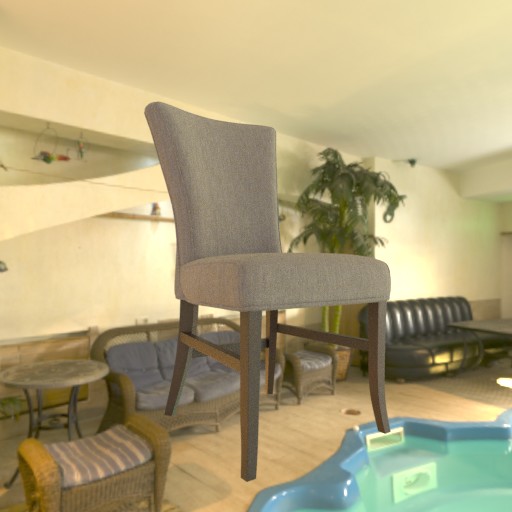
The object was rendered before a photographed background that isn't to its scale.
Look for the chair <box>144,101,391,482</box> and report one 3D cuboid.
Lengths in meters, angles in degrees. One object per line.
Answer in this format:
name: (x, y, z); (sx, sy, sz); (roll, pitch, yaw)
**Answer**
chair: (0.000, 0.000, 1.358); (0.520, 0.991, 0.660); (1, -1, -36)
